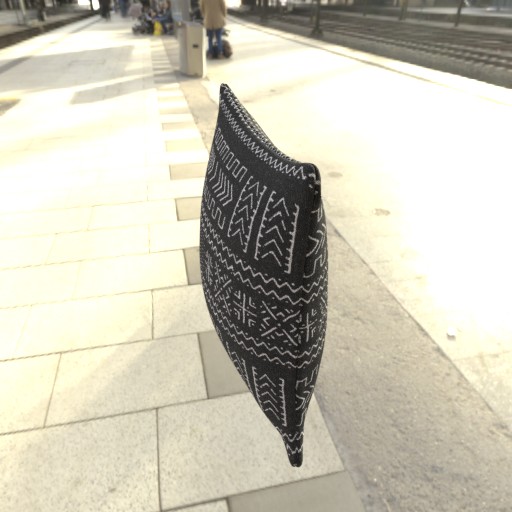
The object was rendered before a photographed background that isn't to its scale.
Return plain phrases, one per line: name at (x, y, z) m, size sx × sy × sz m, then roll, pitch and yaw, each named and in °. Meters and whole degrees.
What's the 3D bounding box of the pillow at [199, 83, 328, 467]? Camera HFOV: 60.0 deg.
pillow at (0.000, 0.000, 0.672) m, size 0.164 × 0.430 × 0.438 m, roll -8°, pitch 31°, yaw -12°
